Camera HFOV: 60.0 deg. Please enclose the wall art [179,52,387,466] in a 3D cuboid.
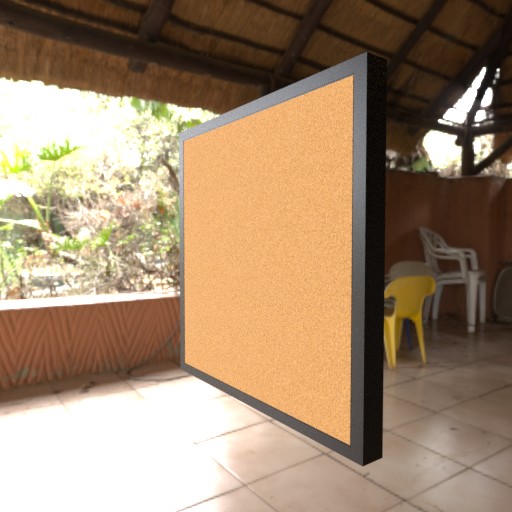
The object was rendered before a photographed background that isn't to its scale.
[{"bbox_3d":[0.000,0.000,0.756,0.038,0.506,0.506,-2,3,-36],"label":"wall art"}]
